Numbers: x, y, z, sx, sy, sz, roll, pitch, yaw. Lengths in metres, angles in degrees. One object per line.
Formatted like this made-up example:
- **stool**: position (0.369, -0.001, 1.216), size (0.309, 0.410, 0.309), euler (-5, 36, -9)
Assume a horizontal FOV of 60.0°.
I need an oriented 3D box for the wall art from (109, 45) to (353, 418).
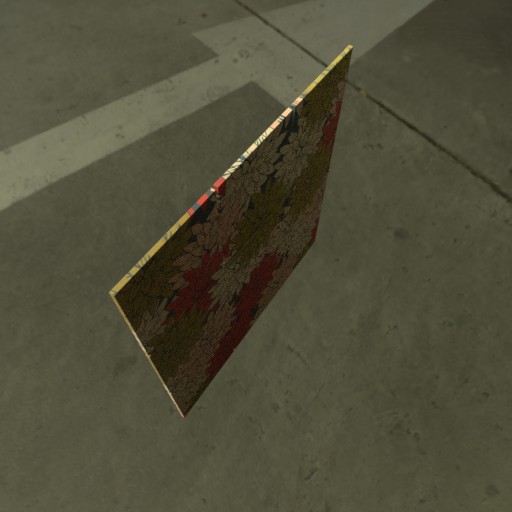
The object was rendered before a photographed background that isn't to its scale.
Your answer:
- **wall art**: position (0.000, 0.000, 1.365), size (0.013, 0.913, 0.904), euler (30, 62, 18)
